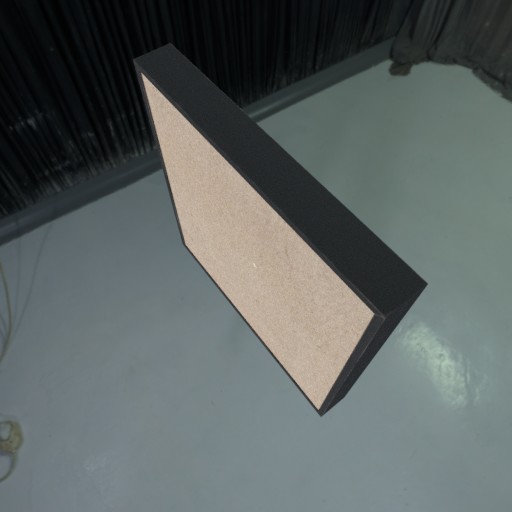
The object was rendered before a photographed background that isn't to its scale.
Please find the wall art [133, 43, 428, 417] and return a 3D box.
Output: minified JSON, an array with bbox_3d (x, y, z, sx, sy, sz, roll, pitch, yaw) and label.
[{"bbox_3d":[0.000,0.000,0.463,0.038,0.305,0.305,-33,65,-18],"label":"wall art"}]
